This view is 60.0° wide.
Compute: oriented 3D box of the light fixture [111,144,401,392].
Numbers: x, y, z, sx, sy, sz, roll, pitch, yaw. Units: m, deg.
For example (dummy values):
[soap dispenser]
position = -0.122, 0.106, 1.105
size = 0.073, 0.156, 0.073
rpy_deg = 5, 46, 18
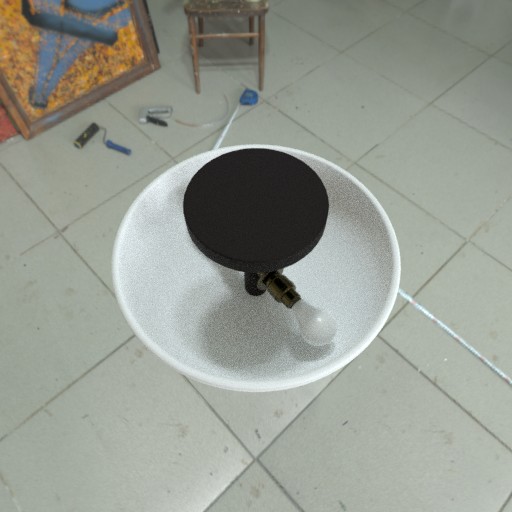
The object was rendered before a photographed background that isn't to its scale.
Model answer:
[light fixture]
position = 0.000, 0.000, 0.532
size = 0.331, 0.212, 0.331
rpy_deg = 0, 58, 0
